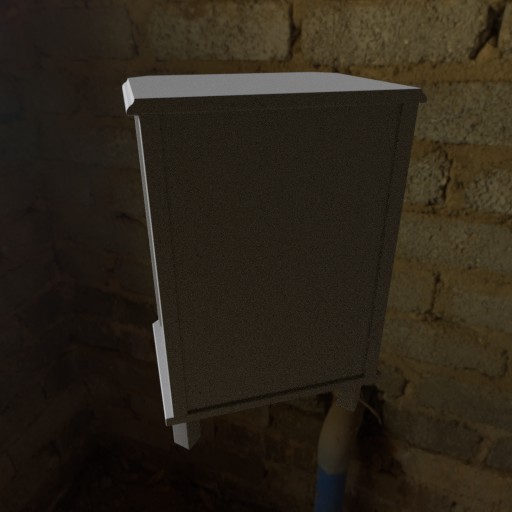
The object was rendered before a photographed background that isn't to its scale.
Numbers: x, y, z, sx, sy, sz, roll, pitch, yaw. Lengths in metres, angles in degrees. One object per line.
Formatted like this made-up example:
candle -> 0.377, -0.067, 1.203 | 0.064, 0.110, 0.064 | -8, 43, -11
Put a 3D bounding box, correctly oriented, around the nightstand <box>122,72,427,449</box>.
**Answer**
nightstand -> 0.000, 0.000, 0.925 | 0.450, 0.680, 0.350 | -7, 28, -14
